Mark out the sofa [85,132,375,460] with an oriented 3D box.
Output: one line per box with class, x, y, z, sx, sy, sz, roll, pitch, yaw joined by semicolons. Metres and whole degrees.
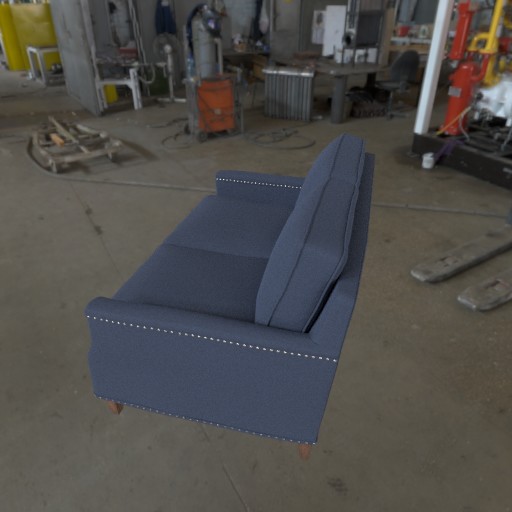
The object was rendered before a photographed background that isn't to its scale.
sofa;0.000;0.000;2.308;1.084;1.003;1.597;8;32;13
